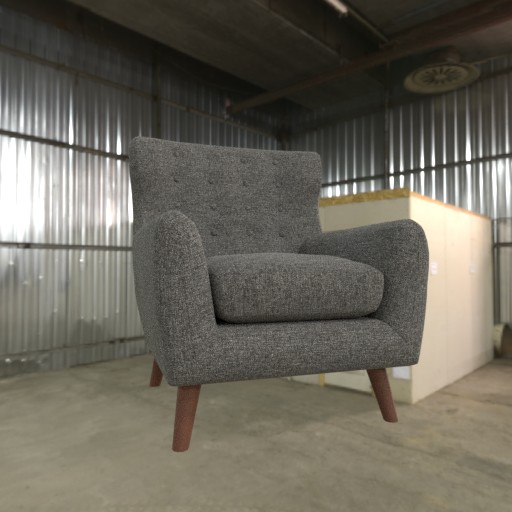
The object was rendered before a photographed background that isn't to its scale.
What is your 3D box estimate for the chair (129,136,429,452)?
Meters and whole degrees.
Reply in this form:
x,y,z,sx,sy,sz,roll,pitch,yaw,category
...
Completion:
x,y,z,sx,sy,sz,roll,pitch,yaw,category
0.000,0.000,1.667,0.889,1.039,0.940,0,-1,-19,chair
